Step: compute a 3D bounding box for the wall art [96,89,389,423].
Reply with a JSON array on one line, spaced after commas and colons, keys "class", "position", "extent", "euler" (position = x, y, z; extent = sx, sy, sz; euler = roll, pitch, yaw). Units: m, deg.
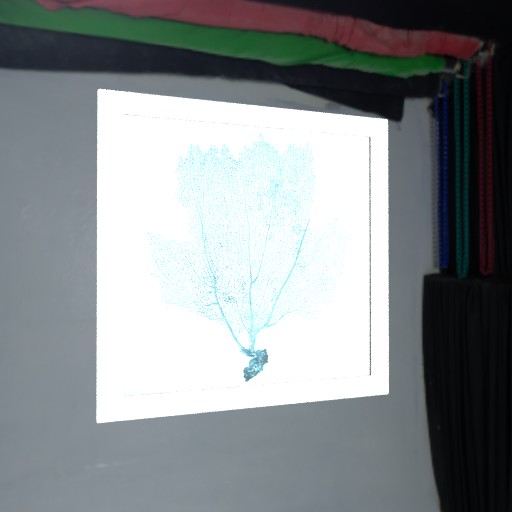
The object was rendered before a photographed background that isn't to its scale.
[{"class": "wall art", "position": [0.000, 0.000, 0.865], "extent": [0.584, 0.584, 0.013], "euler": [0, -1, -17]}]
